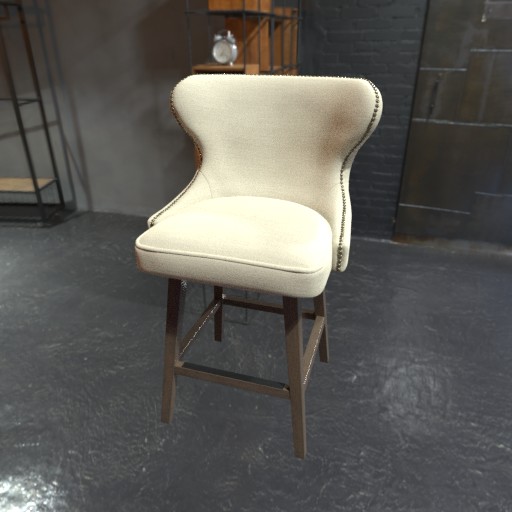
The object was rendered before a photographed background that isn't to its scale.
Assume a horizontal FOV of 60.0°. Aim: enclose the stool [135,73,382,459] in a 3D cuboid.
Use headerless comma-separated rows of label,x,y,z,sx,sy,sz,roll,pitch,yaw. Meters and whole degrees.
stool,0.000,0.000,1.325,0.615,0.972,0.597,8,28,16
